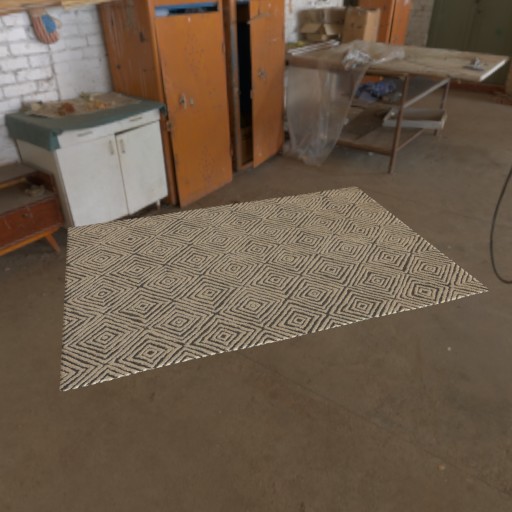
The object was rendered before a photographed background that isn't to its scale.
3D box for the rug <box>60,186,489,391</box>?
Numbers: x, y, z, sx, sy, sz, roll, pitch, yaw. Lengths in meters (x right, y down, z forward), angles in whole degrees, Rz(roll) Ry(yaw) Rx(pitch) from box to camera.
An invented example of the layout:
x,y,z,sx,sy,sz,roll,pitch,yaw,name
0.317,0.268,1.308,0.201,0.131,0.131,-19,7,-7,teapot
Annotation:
x,y,z,sx,sy,sz,roll,pitch,yaw,name
0.000,0.000,2.158,1.750,0.004,1.177,-10,34,-15,rug
